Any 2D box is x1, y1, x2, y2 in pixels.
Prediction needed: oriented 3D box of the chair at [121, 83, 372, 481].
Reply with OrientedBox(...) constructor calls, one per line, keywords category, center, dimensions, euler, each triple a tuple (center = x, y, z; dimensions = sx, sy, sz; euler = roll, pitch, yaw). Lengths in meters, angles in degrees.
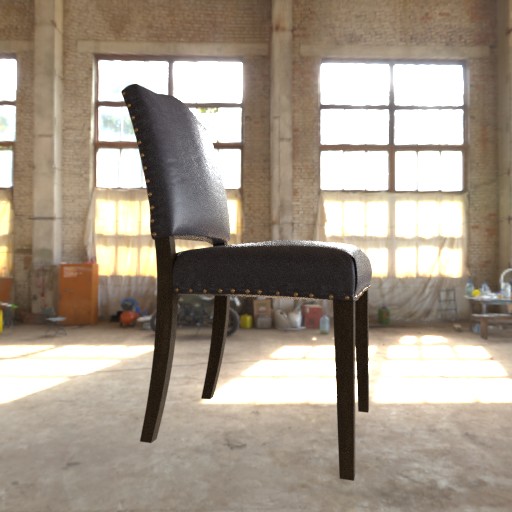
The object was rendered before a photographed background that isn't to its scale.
OrientedBox(category="chair", center=(0.000, 0.000, 1.299), dimensions=(0.633, 0.991, 0.500), euler=(0, 0, 18))
